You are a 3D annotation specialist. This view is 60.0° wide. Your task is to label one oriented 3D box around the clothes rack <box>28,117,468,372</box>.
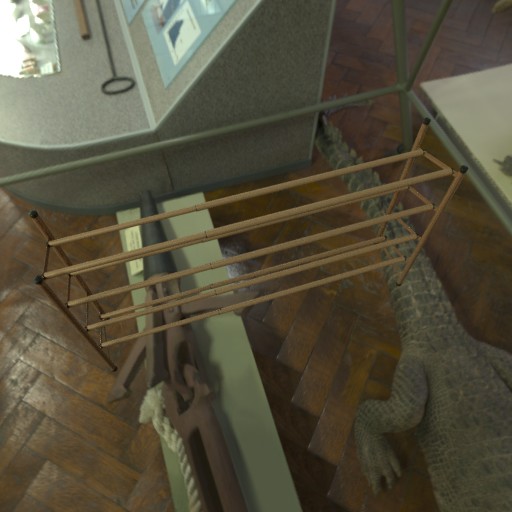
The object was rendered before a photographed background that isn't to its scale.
[{"bbox_3d":[0.000,0.000,1.467,1.168,0.672,0.229,-15,59,-9],"label":"clothes rack"}]
